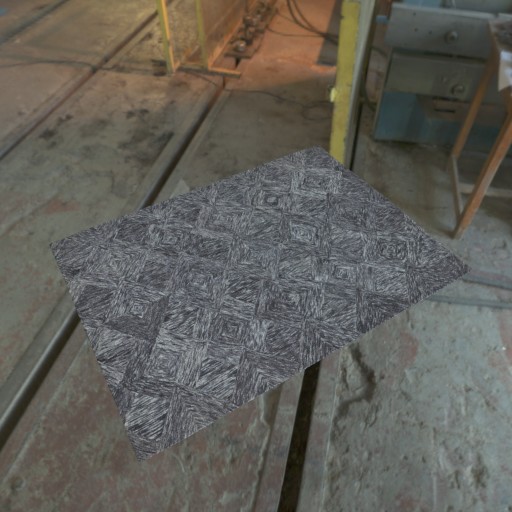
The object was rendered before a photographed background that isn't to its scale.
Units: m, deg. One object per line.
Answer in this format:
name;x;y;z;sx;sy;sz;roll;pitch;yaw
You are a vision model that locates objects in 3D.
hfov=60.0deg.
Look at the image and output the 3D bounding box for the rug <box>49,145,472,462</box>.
rug;0.000;0.000;5.256;4.093;0.020;2.997;-24;52;-21
